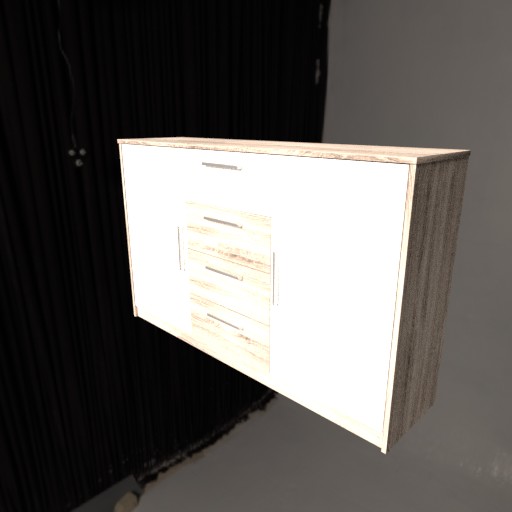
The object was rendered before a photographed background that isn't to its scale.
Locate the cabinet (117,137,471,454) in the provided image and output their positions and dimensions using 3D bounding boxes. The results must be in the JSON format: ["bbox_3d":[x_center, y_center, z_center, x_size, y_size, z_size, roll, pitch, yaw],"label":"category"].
[{"bbox_3d":[0.000,0.000,1.830,1.450,0.900,0.380,16,23,42],"label":"cabinet"}]
